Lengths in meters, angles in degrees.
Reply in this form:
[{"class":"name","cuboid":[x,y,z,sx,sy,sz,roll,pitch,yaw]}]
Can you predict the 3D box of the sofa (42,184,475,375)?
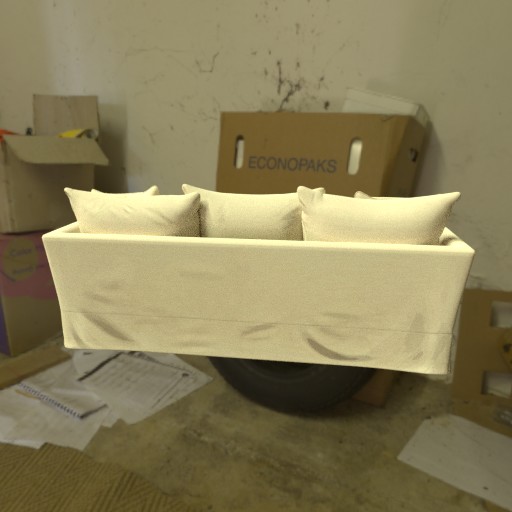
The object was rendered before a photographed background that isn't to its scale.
[{"class":"sofa","cuboid":[0.000,0.000,3.020,2.484,1.042,1.030,2,17,8]}]
